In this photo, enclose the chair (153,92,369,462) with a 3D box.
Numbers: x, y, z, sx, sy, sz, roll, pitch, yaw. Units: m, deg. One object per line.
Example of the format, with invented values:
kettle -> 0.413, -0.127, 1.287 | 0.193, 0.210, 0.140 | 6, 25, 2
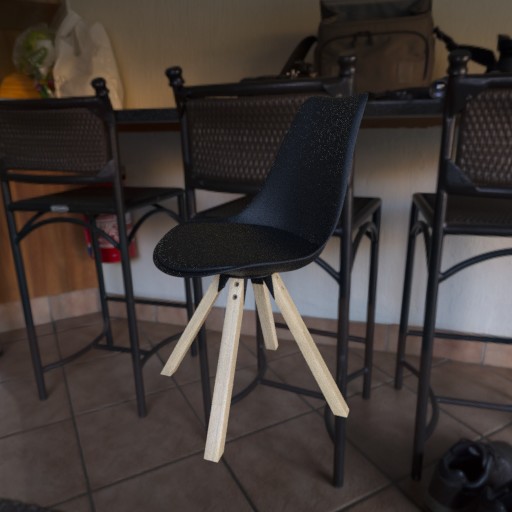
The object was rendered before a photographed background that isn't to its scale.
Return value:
chair -> 0.000, 0.000, 1.218 | 0.549, 0.850, 0.485 | -8, 19, -25
